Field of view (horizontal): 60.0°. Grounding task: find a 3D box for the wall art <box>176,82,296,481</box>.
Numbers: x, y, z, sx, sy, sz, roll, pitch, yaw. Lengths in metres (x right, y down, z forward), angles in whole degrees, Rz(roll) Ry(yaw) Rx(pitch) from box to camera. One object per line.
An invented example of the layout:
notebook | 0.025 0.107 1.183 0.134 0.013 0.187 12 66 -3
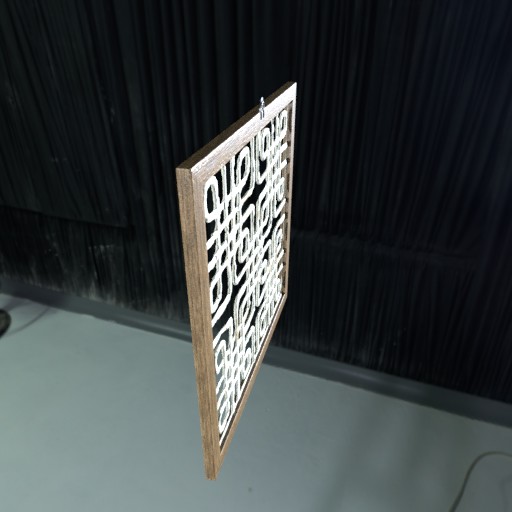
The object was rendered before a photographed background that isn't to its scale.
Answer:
wall art | 0.000 0.000 0.848 0.021 0.582 0.561 8 32 14
